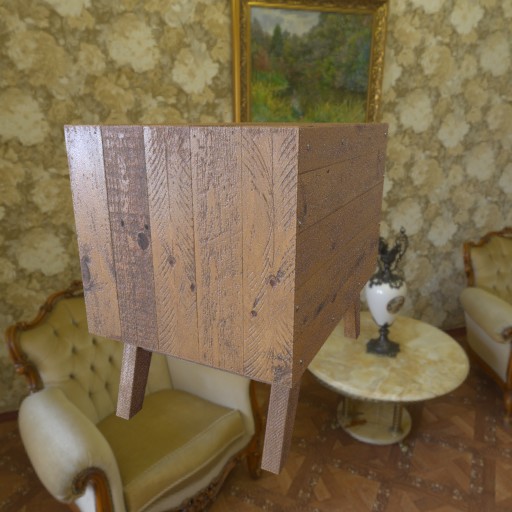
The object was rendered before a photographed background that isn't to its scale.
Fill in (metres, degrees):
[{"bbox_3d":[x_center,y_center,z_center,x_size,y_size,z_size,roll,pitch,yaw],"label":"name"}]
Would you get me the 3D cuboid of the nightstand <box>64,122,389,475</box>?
[{"bbox_3d":[0.000,0.000,1.047,0.450,0.599,0.650,8,19,25],"label":"nightstand"}]
